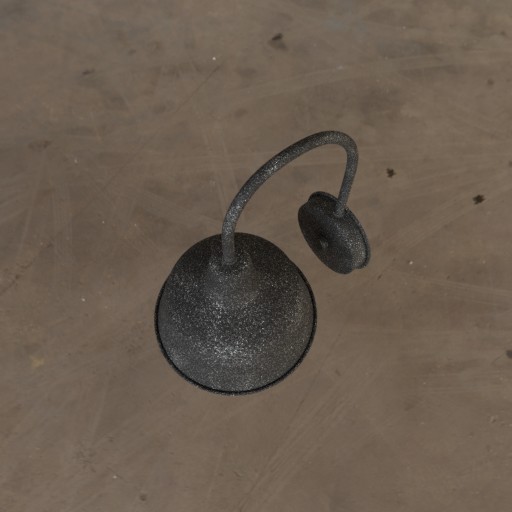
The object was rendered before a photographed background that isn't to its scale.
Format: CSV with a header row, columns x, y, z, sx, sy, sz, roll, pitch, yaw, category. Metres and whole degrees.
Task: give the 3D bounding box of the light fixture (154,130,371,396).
x,y,z,sx,sy,sz,roll,pitch,yaw,category
0.000,0.000,0.490,0.283,0.300,0.216,-34,68,-16,light fixture
